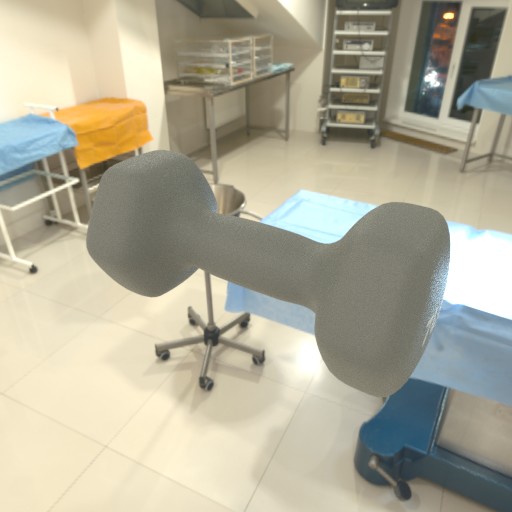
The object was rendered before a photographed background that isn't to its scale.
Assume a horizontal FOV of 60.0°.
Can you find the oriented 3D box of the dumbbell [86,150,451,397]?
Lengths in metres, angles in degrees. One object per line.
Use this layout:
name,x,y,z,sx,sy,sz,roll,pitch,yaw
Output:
dumbbell,0.000,0.000,0.233,0.184,0.081,0.090,18,35,28
